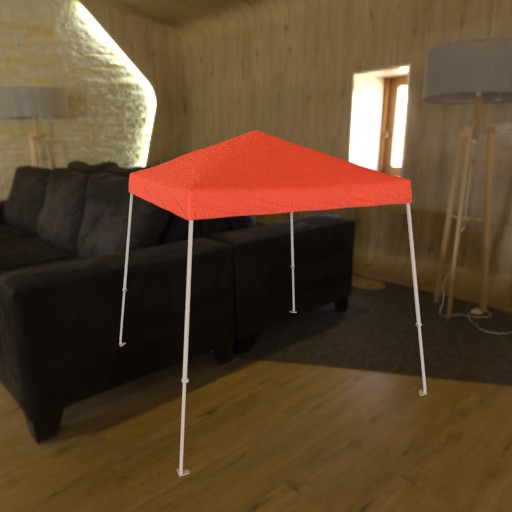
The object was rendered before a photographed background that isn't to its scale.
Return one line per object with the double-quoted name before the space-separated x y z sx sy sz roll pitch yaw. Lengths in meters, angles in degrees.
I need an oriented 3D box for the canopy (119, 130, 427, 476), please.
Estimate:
"canopy" 0.000 0.000 5.216 2.849 2.850 2.850 -7 16 -26
